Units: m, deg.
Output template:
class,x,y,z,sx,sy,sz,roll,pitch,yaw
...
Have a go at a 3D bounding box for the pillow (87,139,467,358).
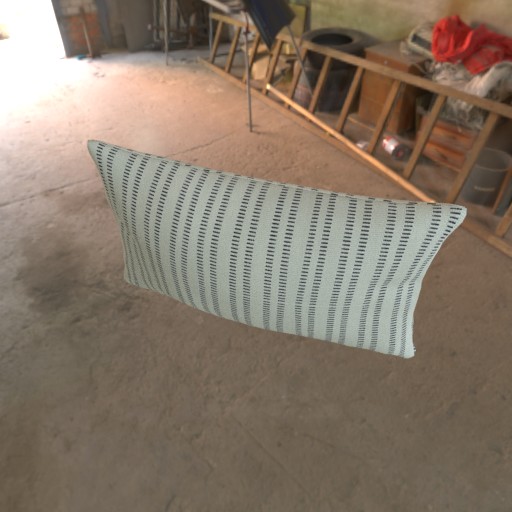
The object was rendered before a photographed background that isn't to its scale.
class,x,y,z,sx,sy,sz,roll,pitch,yaw
pillow,0.000,0.000,0.811,0.640,0.353,0.210,13,44,14
